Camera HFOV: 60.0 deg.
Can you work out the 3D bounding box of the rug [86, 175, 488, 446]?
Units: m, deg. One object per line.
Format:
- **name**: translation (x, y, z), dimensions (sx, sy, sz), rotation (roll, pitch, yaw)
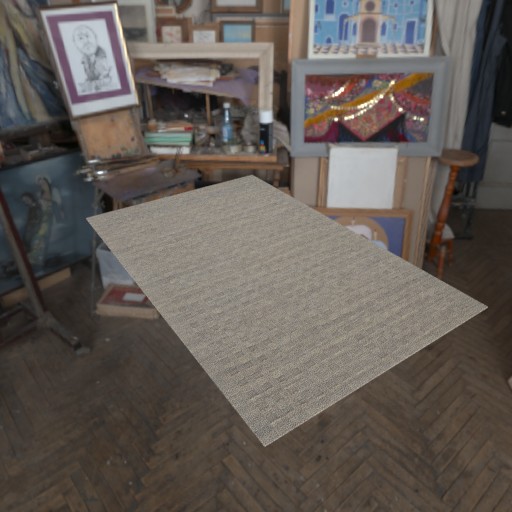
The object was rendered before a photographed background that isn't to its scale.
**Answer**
- **rug**: translation (0.000, 0.000, 2.186), dimensions (1.142, 0.006, 1.752), rotation (-20, 38, -29)
